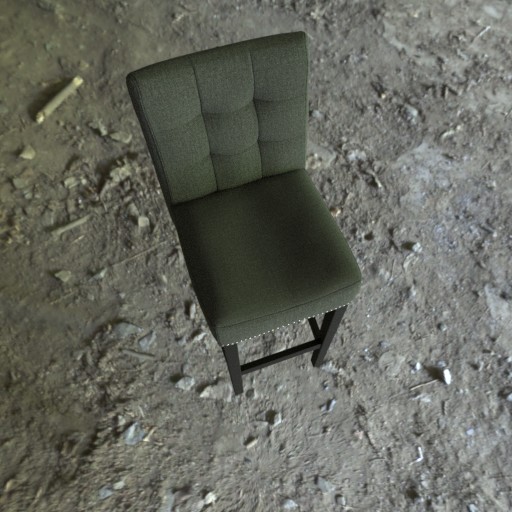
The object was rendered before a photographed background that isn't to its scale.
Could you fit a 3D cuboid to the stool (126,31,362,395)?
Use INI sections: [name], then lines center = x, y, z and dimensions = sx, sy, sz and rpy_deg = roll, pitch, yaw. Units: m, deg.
[stool]
center = 0.000, 0.000, 1.302
dimensions = 0.411, 1.047, 0.548
rpy_deg = -17, 65, -8
